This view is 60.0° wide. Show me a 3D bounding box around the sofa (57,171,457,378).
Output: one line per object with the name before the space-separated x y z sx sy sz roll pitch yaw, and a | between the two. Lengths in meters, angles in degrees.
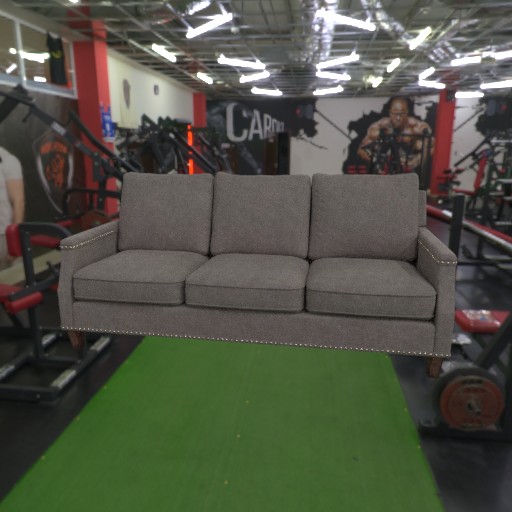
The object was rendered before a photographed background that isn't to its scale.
sofa | 0.000 0.000 2.852 2.226 1.042 1.034 2 15 9
